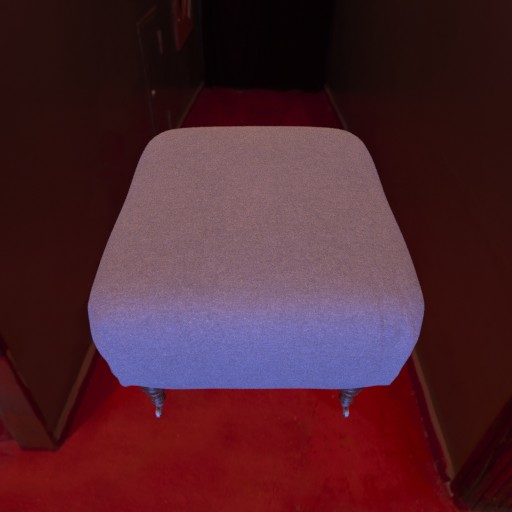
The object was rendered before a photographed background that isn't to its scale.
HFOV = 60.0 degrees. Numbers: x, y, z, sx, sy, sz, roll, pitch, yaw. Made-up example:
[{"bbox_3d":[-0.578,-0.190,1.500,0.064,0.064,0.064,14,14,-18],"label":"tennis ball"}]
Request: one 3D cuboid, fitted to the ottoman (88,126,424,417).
[{"bbox_3d":[0.000,0.000,1.117,0.622,0.450,0.747,0,41,0],"label":"ottoman"}]
